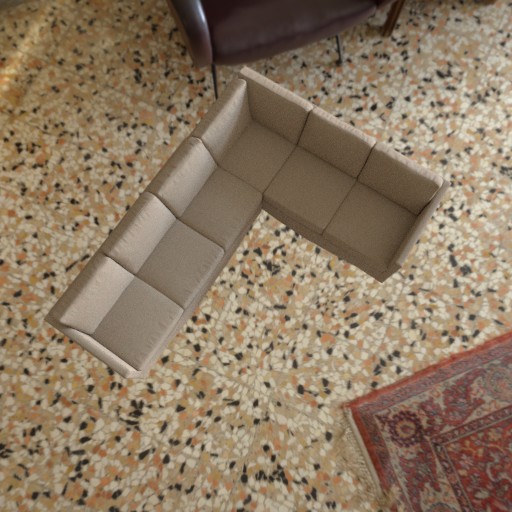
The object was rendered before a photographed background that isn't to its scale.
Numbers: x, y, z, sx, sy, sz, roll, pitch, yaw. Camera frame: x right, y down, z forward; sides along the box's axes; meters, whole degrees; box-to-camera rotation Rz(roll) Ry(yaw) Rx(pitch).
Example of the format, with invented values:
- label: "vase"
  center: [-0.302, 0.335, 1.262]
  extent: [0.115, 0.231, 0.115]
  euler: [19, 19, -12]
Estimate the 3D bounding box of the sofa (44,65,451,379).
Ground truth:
- label: "sofa"
  center: [0.000, 0.000, 4.319]
  extent: [2.432, 0.871, 3.182]
  euler: [33, 78, 8]
